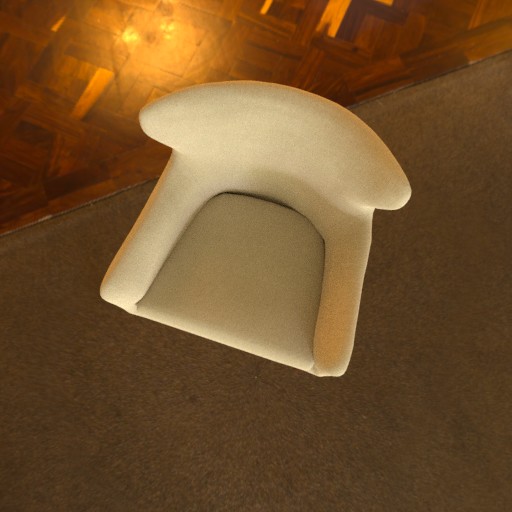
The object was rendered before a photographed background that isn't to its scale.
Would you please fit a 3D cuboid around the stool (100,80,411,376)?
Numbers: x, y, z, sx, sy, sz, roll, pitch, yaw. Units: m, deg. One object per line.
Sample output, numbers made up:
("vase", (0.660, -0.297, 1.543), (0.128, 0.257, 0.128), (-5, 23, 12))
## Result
("stool", (0.000, 0.000, 1.348), (0.601, 0.951, 0.570), (18, 75, 5))
